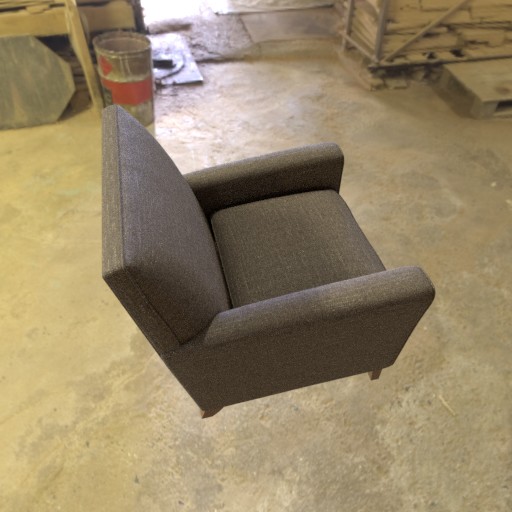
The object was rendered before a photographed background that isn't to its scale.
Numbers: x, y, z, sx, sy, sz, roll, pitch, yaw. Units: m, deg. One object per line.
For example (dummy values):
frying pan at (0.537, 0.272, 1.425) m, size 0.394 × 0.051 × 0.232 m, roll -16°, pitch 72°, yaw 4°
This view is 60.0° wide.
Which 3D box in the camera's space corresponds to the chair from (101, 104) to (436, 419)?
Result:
chair at (0.000, 0.000, 1.593) m, size 0.875 × 0.885 × 0.838 m, roll -10°, pitch 47°, yaw -9°
